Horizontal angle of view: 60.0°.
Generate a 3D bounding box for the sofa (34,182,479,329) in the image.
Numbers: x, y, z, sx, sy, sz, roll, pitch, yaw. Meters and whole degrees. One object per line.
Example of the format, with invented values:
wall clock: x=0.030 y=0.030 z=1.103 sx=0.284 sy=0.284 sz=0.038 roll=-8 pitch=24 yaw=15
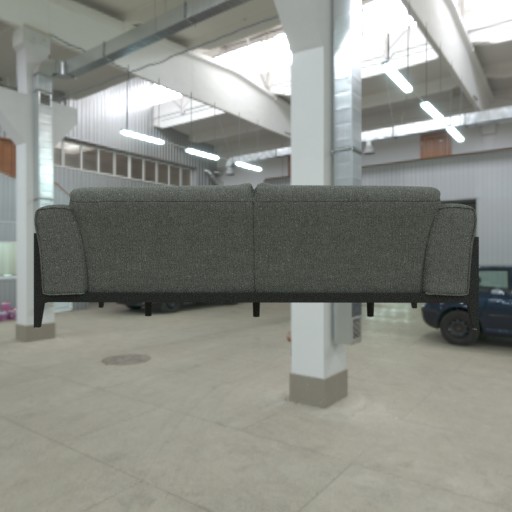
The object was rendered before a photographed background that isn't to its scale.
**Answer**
sofa: x=0.000 y=0.000 z=2.521 sx=2.125 sy=0.703 sz=0.985 roll=0 pitch=0 yaw=1
